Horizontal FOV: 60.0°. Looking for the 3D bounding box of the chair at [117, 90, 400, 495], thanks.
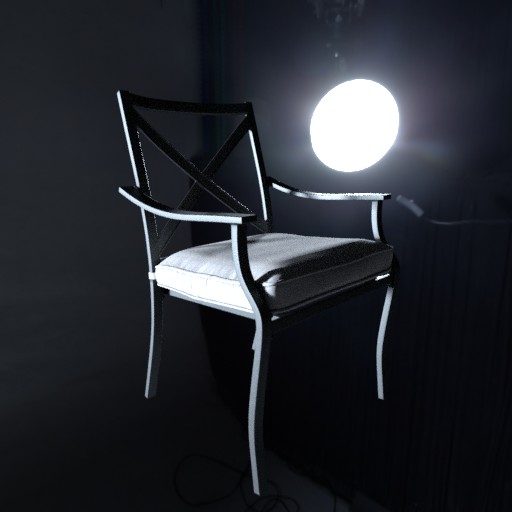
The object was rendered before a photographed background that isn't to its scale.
[{"bbox_3d":[0.000,0.000,1.255,0.620,0.889,0.575,14,20,43],"label":"chair"}]
